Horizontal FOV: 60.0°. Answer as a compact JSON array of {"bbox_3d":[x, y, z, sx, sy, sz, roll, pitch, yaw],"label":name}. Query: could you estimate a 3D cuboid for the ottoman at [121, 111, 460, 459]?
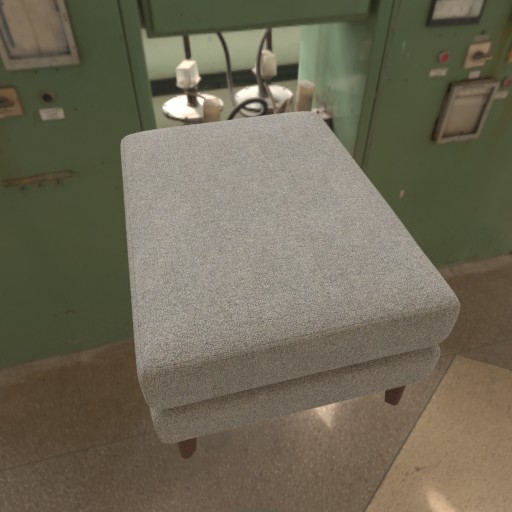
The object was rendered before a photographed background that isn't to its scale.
[{"bbox_3d":[0.000,0.000,1.170,0.611,0.441,0.821,-10,45,-10],"label":"ottoman"}]
